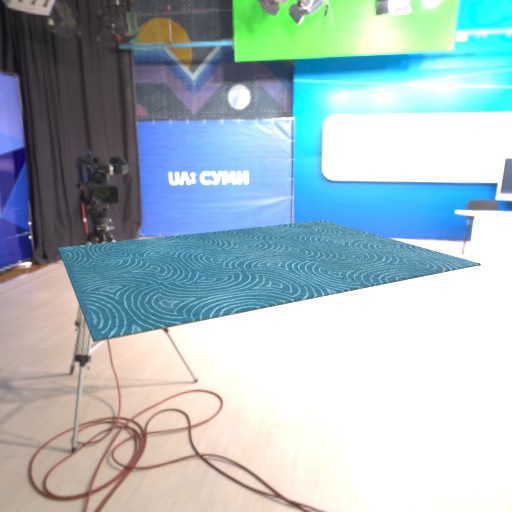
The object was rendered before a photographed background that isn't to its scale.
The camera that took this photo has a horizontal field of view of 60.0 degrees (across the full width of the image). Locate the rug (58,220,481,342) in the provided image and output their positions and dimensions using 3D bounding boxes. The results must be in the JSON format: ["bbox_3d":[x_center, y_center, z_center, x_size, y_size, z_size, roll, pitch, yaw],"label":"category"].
[{"bbox_3d":[0.000,0.000,2.750,2.144,0.015,1.543,-8,17,-27],"label":"rug"}]
